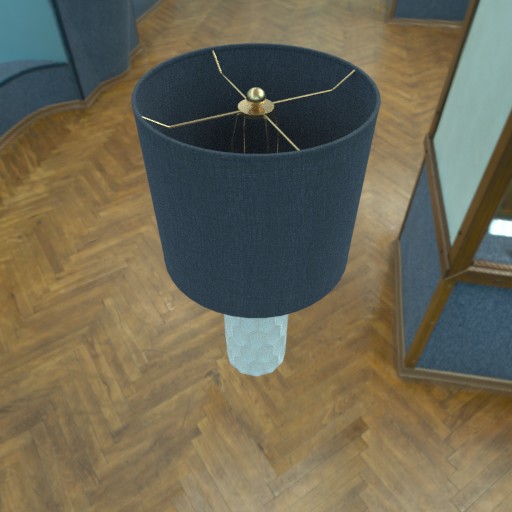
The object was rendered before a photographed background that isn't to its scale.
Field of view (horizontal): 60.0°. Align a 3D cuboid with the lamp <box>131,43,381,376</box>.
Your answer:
[{"bbox_3d":[0.000,0.000,0.690,0.277,0.537,0.277,9,46,9],"label":"lamp"}]
